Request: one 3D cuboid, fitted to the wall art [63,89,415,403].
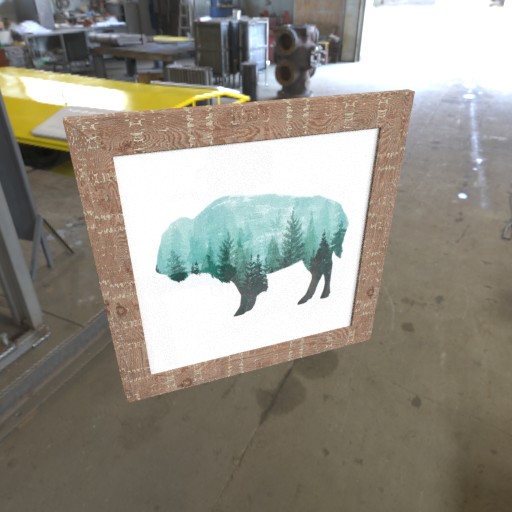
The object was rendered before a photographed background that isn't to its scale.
[{"bbox_3d":[0.000,0.000,0.565,0.380,0.380,0.022,-10,33,-16],"label":"wall art"}]
